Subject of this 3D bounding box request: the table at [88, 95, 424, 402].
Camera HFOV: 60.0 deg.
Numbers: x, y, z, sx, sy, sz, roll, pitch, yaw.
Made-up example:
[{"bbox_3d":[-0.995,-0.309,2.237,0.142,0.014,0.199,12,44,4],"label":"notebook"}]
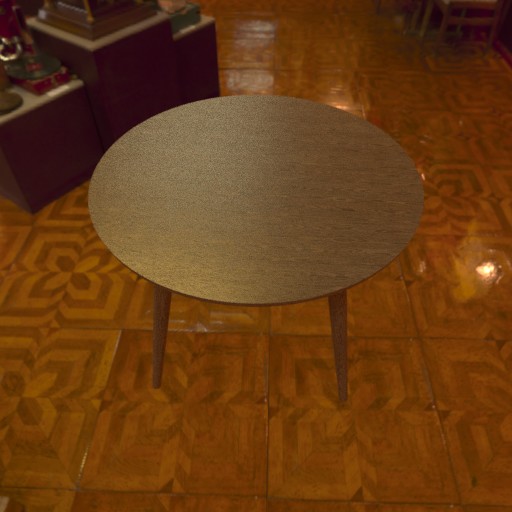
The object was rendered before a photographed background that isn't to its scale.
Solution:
[{"bbox_3d":[0.000,0.000,1.722,1.053,0.786,1.053,0,47,0],"label":"table"}]
